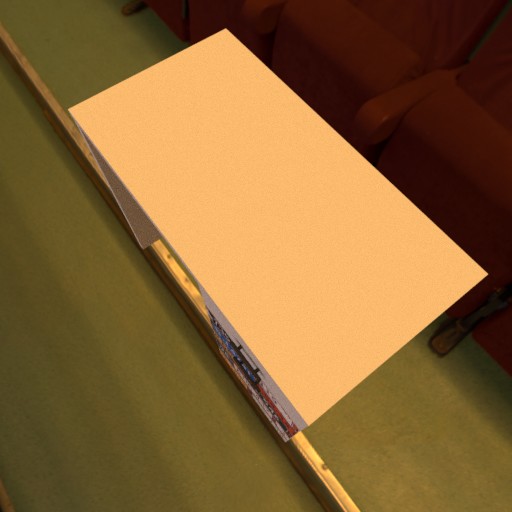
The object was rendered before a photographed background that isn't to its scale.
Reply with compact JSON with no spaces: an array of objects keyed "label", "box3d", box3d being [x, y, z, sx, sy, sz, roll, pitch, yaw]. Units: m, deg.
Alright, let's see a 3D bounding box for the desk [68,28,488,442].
[{"label":"desk","box3d":[0.000,0.000,1.304,0.482,0.730,0.898,-35,69,-15]}]
